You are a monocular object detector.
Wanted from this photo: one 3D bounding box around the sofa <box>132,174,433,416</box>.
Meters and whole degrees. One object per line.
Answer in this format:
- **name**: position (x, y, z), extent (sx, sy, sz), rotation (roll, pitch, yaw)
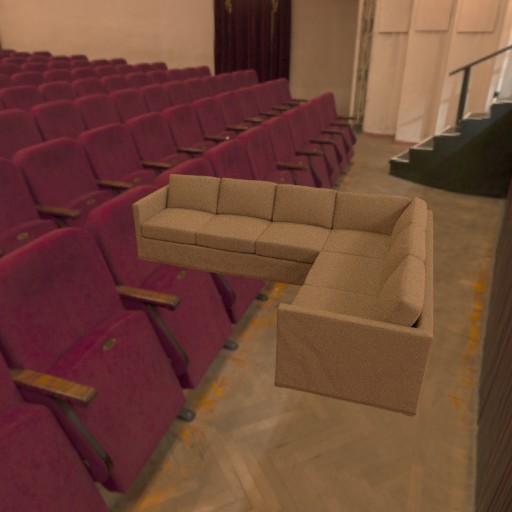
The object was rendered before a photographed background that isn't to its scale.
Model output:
- **sofa**: position (0.000, 0.000, 4.326), extent (3.182, 0.871, 2.432), rotation (9, 27, 18)
